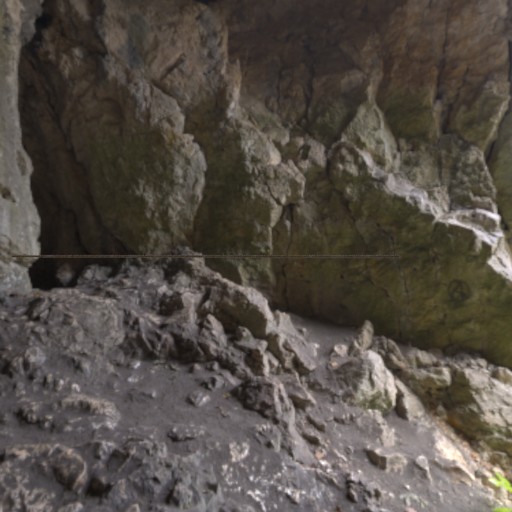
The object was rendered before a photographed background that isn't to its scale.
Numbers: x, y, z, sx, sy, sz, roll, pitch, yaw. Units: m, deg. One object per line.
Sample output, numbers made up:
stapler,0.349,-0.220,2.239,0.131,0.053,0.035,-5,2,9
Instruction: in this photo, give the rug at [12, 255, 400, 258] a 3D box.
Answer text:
rug,0.000,0.000,3.794,2.286,0.013,2.894,0,0,17
